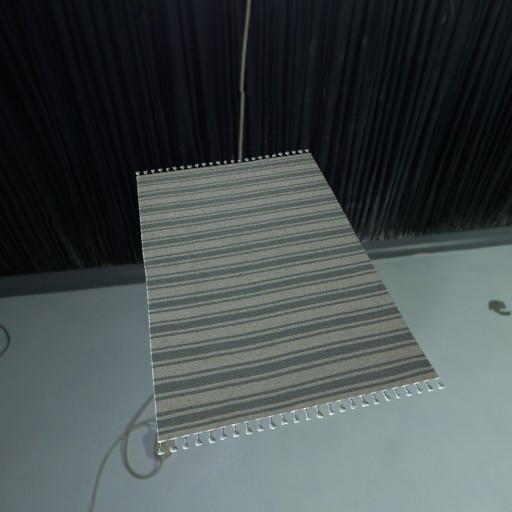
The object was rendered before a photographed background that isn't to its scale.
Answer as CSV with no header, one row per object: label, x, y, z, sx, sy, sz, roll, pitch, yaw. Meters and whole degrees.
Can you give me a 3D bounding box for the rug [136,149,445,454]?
rug,0.000,0.000,3.086,1.539,0.011,2.410,-10,47,-9
